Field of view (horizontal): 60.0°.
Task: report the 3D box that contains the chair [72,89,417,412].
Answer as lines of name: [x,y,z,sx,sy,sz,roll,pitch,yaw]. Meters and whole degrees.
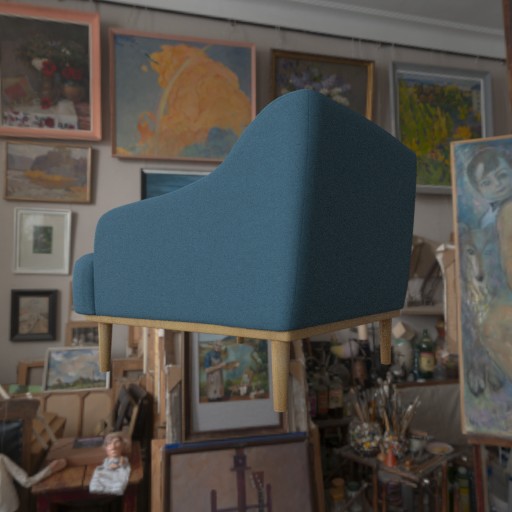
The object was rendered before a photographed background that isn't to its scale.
chair: [0.000,0.000,1.641,0.951,0.818,0.946,-1,-2,38]
